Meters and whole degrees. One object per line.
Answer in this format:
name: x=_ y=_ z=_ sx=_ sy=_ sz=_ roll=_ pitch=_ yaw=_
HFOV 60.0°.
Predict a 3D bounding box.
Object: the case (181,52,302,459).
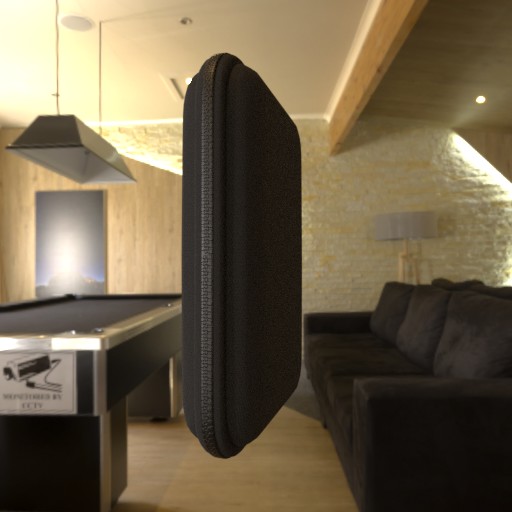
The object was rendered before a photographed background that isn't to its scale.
case: x=0.000 y=0.000 z=0.196 sx=0.030 sy=0.147 sz=0.107 roll=0 pitch=-1 yaw=18
